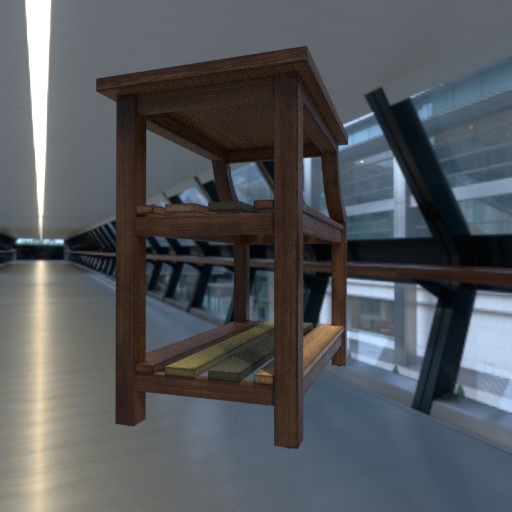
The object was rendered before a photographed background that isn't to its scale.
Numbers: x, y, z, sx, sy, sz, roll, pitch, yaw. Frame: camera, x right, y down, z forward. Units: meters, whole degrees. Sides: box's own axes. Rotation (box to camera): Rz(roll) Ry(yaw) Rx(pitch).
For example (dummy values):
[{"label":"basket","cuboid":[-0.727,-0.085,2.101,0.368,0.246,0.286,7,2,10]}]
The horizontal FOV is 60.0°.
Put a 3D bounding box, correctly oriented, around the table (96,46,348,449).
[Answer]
[{"label":"table","cuboid":[0.000,0.000,0.964,0.356,0.584,0.609,0,-1,19]}]
